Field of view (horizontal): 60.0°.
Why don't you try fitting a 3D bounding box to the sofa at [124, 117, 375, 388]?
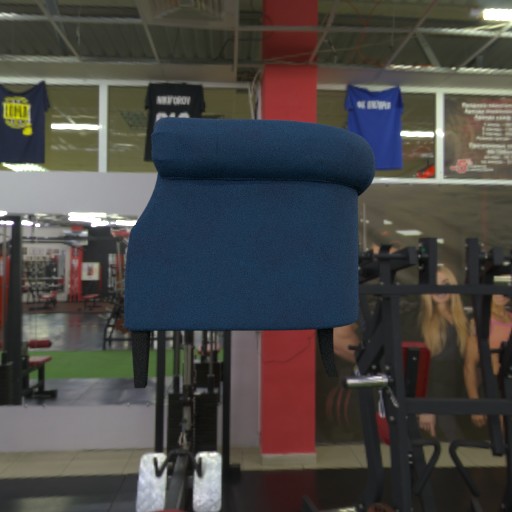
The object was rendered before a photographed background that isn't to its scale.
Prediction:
[{"bbox_3d":[0.000,0.000,2.042,0.835,0.827,1.558,0,-1,-1],"label":"sofa"}]
